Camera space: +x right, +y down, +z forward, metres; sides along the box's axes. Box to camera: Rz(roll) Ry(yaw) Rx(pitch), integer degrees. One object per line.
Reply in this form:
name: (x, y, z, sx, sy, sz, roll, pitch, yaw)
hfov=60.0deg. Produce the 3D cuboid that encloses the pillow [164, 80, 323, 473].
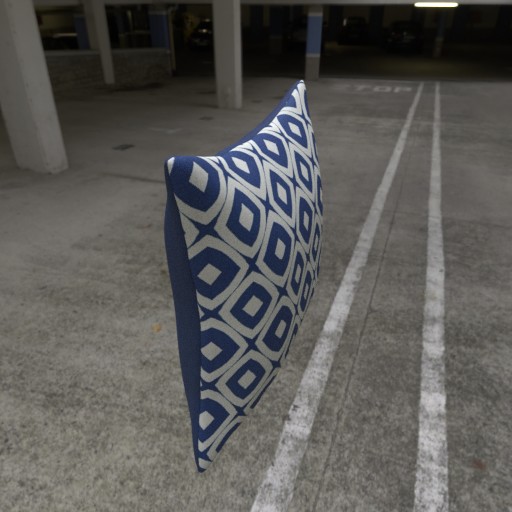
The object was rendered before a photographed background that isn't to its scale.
pillow: (0.000, 0.000, 0.756, 0.188, 0.494, 0.504, 10, 32, 17)
